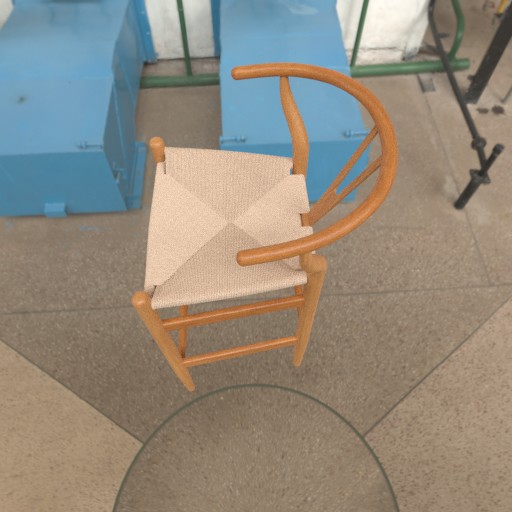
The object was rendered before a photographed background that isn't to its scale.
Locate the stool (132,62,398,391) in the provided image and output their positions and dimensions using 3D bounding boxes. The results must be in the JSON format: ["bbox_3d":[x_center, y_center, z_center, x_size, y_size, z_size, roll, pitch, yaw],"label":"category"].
[{"bbox_3d":[0.000,0.000,1.321,0.579,0.970,0.569,-2,58,-1],"label":"stool"}]
